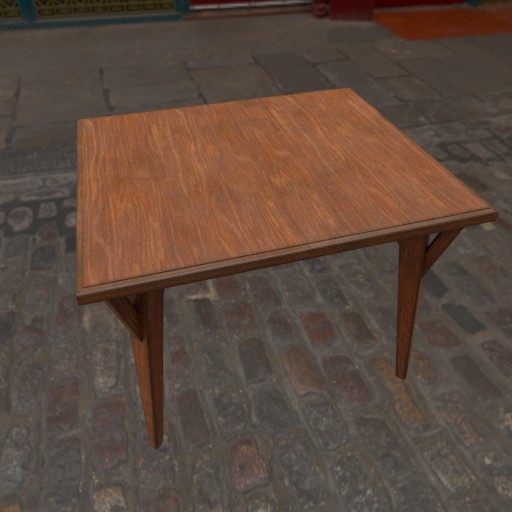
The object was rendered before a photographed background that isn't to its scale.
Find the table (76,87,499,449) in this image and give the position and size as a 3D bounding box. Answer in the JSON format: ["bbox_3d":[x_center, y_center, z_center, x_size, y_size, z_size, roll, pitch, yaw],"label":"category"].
[{"bbox_3d":[0.000,0.000,1.526,0.991,0.761,0.838,-11,43,-12],"label":"table"}]
